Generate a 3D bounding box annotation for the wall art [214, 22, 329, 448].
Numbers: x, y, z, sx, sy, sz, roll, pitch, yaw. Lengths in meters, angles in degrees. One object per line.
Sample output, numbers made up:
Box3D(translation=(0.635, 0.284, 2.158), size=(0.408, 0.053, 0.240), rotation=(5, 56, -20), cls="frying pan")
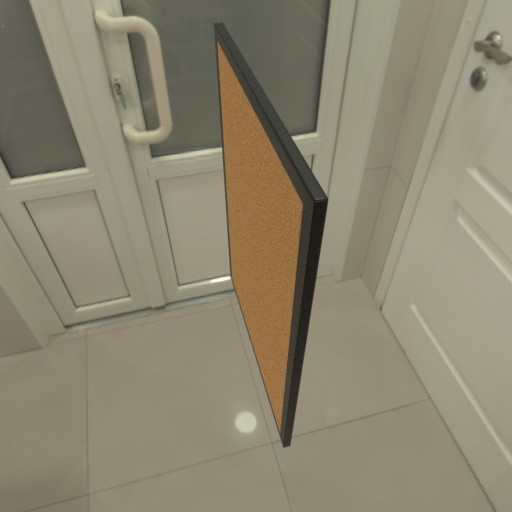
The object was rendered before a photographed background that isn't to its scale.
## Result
Box3D(translation=(0.000, 0.000, 0.830), size=(0.016, 0.657, 0.480), rotation=(-11, 48, -10), cls="wall art")
